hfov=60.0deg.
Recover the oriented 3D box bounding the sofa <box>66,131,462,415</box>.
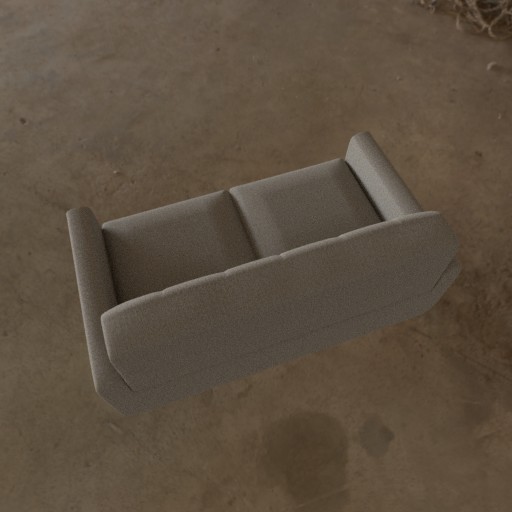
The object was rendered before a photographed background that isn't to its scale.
[{"bbox_3d":[0.000,0.000,2.211,1.651,0.925,0.952,-17,60,-10],"label":"sofa"}]
